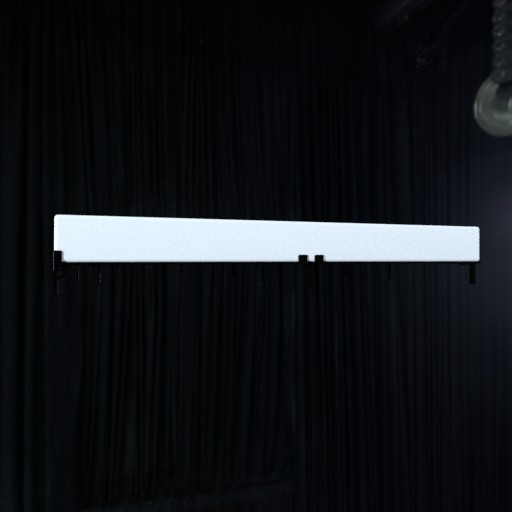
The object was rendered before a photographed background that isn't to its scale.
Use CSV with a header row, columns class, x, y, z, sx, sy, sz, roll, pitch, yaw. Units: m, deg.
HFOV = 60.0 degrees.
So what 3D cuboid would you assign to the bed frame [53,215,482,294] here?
class,x,y,z,sx,sy,sz,roll,pitch,yaw
bed frame,0.000,0.000,3.814,2.987,0.440,1.930,0,0,-19
